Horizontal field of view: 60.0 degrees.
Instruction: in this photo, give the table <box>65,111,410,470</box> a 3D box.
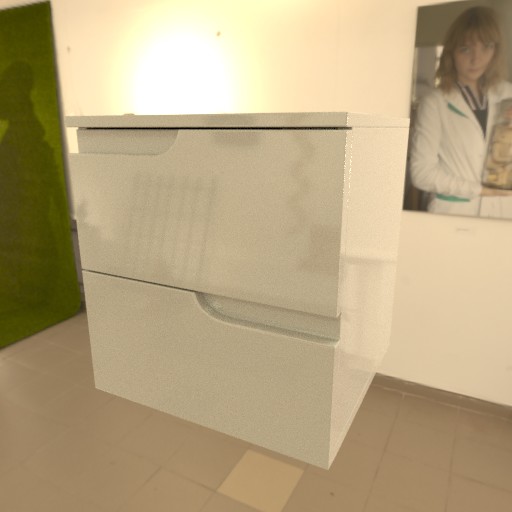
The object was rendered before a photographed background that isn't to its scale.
[{"bbox_3d":[0.000,0.000,0.787,0.420,0.470,0.400,8,18,26],"label":"table"}]
